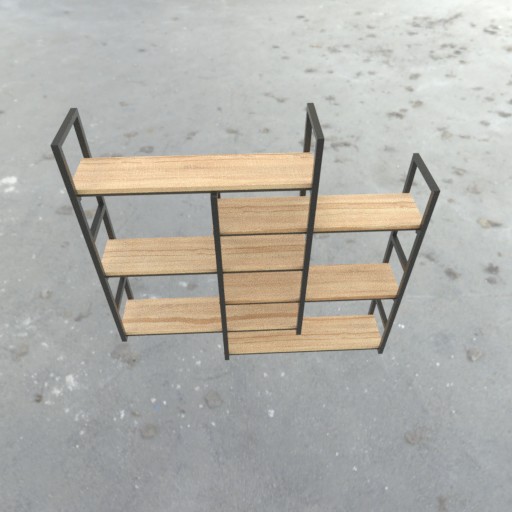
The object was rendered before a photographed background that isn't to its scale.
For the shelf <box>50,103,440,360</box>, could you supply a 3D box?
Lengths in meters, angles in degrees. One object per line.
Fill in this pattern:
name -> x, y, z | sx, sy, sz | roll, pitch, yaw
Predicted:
shelf -> 0.000, 0.000, 1.402 | 0.946, 0.921, 0.183 | -2, 45, -2
